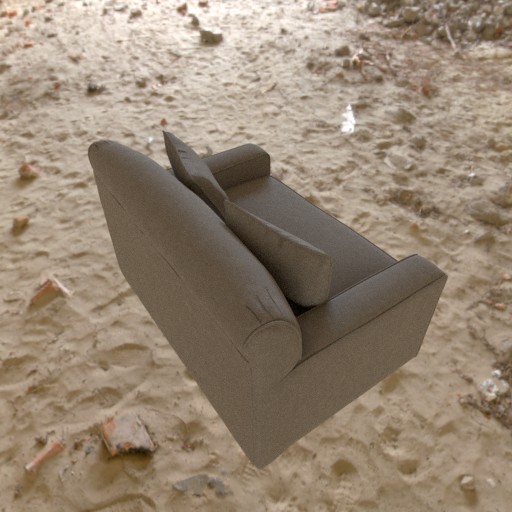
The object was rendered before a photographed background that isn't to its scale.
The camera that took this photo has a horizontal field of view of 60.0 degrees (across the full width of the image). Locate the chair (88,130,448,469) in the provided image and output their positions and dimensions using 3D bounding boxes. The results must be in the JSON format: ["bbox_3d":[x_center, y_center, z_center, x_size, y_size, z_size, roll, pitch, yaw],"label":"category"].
[{"bbox_3d":[0.000,0.000,2.090,0.992,0.953,1.395,-25,47,-26],"label":"chair"}]
